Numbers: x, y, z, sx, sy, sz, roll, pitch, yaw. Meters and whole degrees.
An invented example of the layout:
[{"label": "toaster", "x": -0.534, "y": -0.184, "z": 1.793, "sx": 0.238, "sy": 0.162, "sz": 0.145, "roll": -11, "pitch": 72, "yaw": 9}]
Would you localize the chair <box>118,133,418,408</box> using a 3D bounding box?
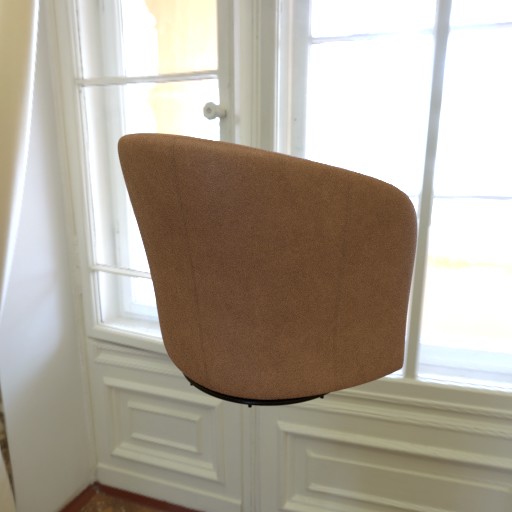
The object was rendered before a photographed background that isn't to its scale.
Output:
[{"label": "chair", "x": 0.000, "y": 0.000, "z": 1.456, "sx": 0.815, "sy": 0.771, "sz": 0.791, "roll": -7, "pitch": 16, "yaw": -26}]
